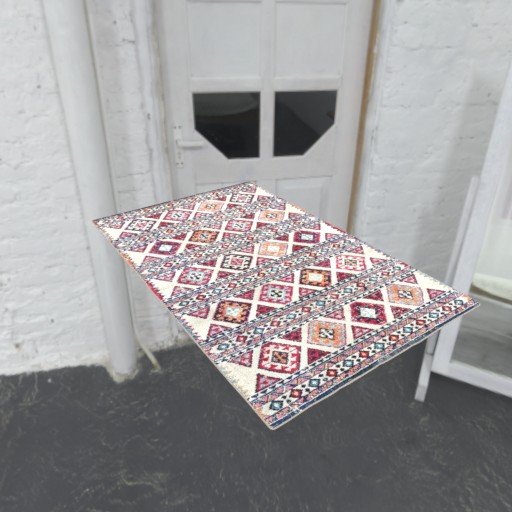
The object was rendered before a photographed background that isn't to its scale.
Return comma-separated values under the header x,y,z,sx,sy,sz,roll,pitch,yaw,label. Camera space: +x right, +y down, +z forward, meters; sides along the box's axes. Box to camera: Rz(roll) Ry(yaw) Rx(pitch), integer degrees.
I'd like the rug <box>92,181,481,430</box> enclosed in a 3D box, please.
x,y,z,sx,sy,sz,roll,pitch,yaw,label
0.000,0.000,3.084,1.545,0.010,2.440,-19,36,-30,rug
